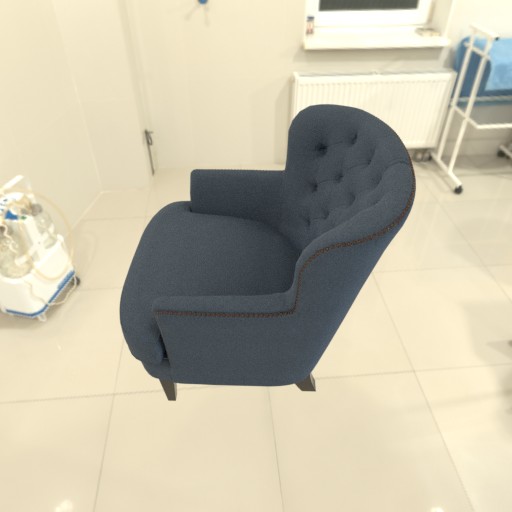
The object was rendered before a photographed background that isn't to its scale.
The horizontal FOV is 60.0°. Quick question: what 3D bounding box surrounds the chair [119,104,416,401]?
[{"bbox_3d":[0.000,0.000,1.588,0.906,0.868,0.848,1,40,1],"label":"chair"}]
